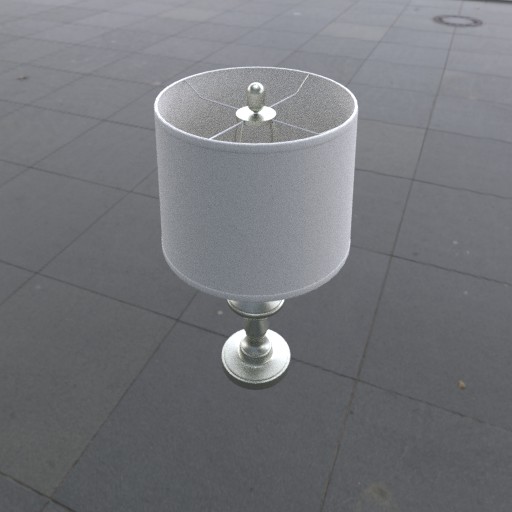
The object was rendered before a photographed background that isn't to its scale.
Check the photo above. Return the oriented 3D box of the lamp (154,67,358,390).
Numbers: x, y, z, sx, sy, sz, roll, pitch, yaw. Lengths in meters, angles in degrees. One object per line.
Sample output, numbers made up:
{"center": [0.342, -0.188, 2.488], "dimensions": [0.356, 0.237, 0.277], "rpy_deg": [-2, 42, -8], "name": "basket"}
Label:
{"center": [0.000, 0.000, 0.952], "dimensions": [0.383, 0.733, 0.383], "rpy_deg": [0, 40, 0], "name": "lamp"}
